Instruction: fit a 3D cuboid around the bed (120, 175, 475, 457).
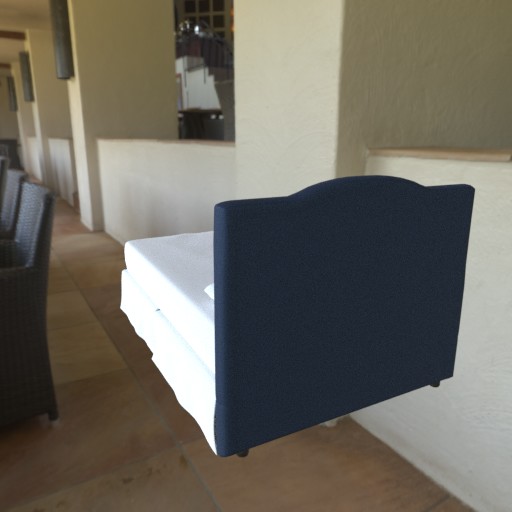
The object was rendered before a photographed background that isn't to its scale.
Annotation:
[{"bbox_3d":[0.000,0.000,3.522,1.741,1.441,2.507,-8,17,-27],"label":"bed"}]
